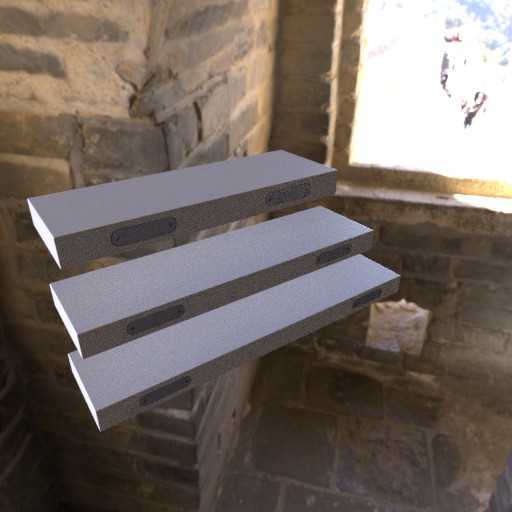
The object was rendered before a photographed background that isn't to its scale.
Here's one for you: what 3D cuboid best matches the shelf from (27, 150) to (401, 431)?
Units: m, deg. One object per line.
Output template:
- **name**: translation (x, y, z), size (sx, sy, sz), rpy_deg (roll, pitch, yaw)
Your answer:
- **shelf**: translation (0.000, 0.000, 0.734), size (0.610, 0.293, 0.140), rpy_deg (-18, 33, -30)
